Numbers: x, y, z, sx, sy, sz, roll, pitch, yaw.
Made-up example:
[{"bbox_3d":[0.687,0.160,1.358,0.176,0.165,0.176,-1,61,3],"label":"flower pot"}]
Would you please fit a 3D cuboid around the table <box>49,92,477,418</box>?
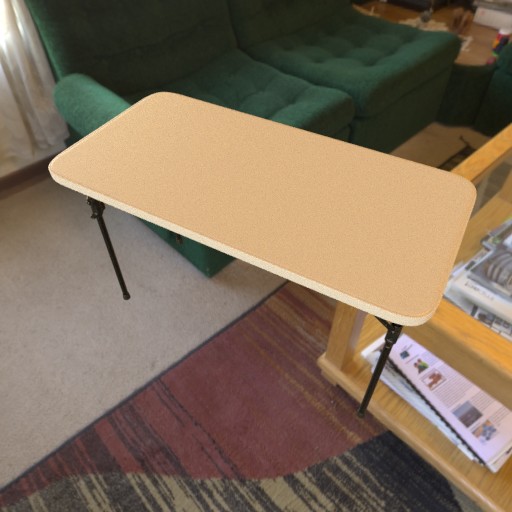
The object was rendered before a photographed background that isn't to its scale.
[{"bbox_3d":[0.000,0.000,1.620,1.219,0.729,0.610,22,51,20],"label":"table"}]
